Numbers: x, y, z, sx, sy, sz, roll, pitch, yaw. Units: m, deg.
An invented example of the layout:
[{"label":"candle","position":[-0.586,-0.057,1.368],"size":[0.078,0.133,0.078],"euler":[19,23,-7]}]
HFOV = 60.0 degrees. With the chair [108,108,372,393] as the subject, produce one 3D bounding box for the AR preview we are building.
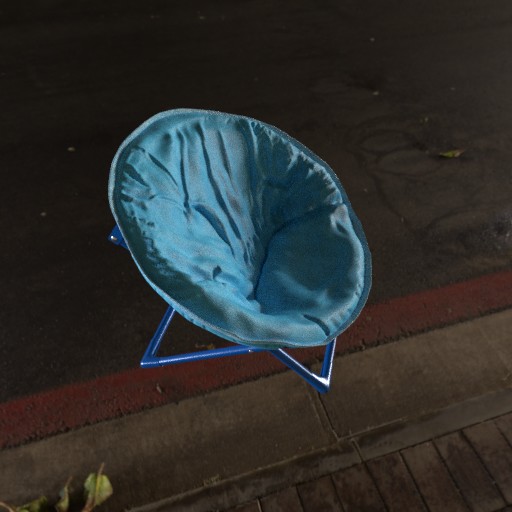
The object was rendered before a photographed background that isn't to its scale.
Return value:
[{"label":"chair","position":[0.000,0.000,0.894],"size":[0.465,0.478,0.520],"euler":[11,47,10]}]
